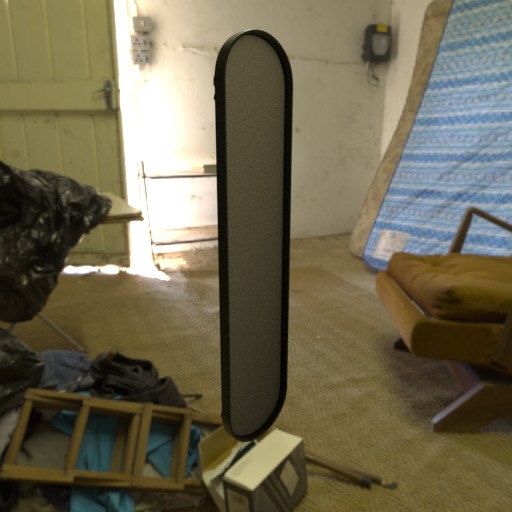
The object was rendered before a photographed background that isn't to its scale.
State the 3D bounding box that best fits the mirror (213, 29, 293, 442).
[{"bbox_3d":[0.000,0.000,1.069,0.032,0.991,0.222,13,20,42],"label":"mirror"}]
